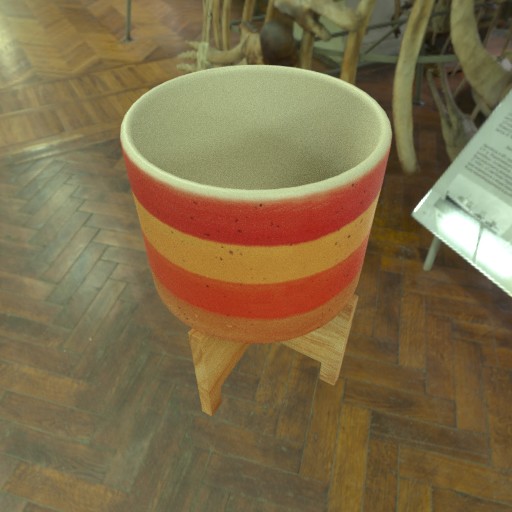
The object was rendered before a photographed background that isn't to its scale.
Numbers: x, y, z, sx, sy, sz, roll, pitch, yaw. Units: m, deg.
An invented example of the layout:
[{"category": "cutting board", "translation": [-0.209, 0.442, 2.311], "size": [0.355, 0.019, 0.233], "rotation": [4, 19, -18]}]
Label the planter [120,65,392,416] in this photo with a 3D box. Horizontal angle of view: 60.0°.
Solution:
[{"category": "planter", "translation": [0.000, 0.000, 0.558], "size": [0.269, 0.379, 0.269], "rotation": [0, 44, 0]}]
